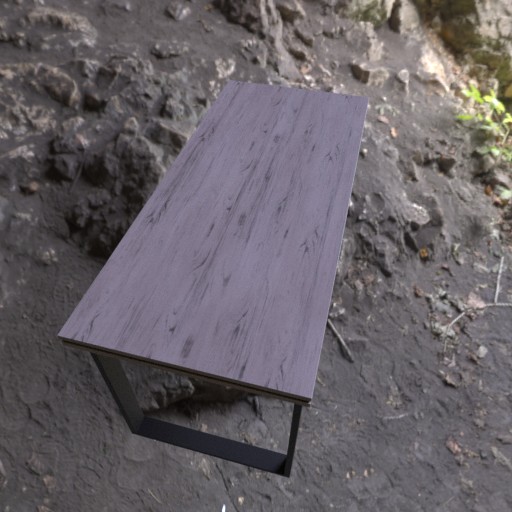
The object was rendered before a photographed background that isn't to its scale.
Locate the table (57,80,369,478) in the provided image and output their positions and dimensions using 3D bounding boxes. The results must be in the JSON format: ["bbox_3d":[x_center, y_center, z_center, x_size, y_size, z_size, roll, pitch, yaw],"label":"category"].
[{"bbox_3d":[0.000,0.000,2.212,0.795,0.899,1.778,11,48,10],"label":"table"}]
